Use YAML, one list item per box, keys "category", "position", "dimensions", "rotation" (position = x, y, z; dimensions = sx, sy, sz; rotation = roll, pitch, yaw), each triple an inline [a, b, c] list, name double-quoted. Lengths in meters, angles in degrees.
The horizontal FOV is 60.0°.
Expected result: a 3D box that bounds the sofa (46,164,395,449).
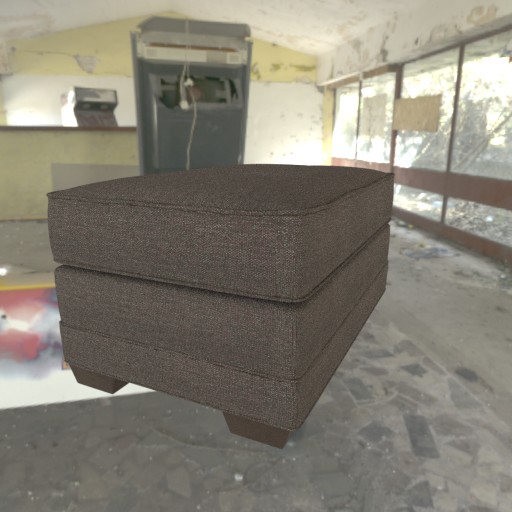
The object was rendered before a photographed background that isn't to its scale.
- category: "sofa"
  position: [0.000, 0.000, 1.194]
  dimensions: [0.578, 0.457, 0.854]
  rotation: [7, 17, 25]
